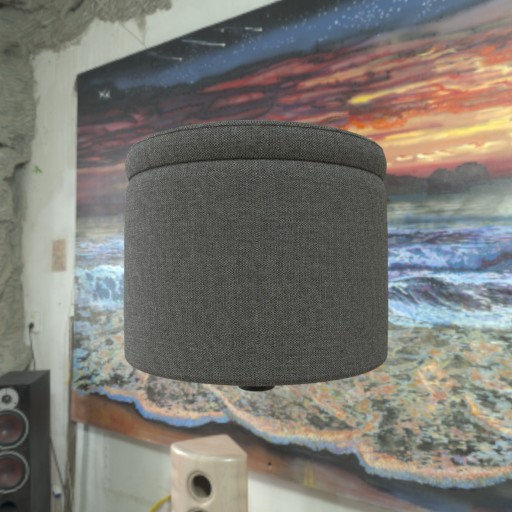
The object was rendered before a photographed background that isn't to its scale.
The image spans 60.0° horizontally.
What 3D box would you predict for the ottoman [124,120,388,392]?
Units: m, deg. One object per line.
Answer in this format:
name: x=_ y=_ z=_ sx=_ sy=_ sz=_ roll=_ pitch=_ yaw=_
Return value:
ottoman: x=0.000 y=0.000 z=0.911 sx=0.520 sy=0.430 sz=0.520 roll=0 pitch=-1 yaw=0
